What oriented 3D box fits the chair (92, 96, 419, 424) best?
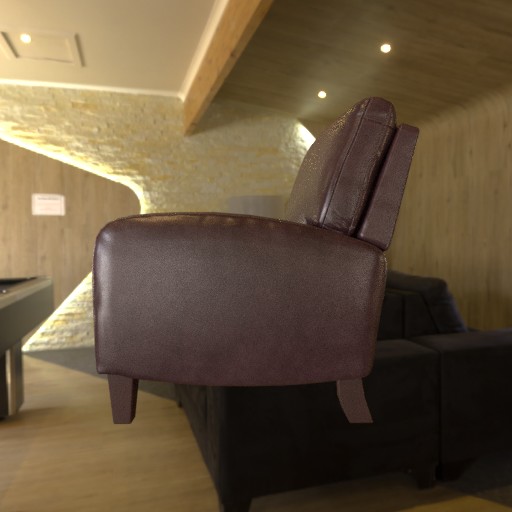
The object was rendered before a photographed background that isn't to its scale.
[{"bbox_3d":[0.000,0.000,1.643,0.990,0.990,0.762,0,2,-1],"label":"chair"}]
